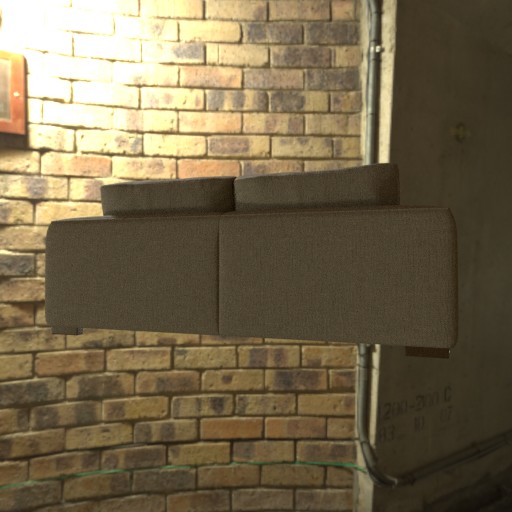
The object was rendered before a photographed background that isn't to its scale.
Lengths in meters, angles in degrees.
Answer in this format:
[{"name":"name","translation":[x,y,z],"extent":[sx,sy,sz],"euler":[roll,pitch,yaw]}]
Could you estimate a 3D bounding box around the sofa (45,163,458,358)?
[{"name":"sofa","translation":[0.000,0.000,2.430],"extent":[1.920,0.800,1.069],"euler":[0,-1,18]}]
